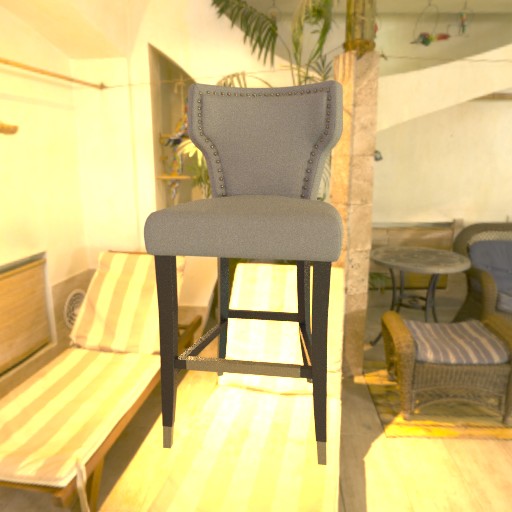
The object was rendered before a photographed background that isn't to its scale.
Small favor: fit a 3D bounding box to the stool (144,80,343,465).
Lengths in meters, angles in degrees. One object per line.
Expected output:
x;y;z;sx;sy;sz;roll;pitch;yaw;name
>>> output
0.000;0.000;1.413;0.526;1.092;0.563;2;13;9;stool
